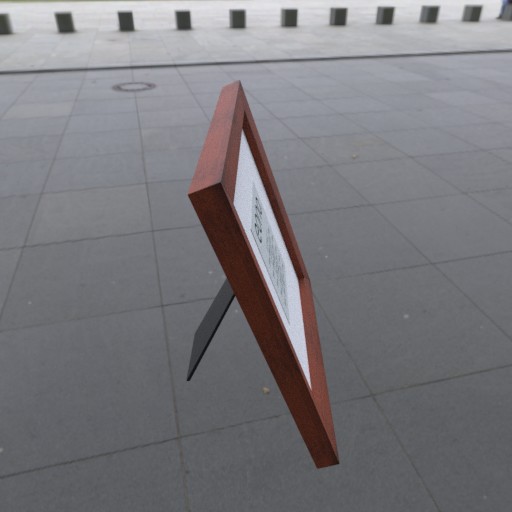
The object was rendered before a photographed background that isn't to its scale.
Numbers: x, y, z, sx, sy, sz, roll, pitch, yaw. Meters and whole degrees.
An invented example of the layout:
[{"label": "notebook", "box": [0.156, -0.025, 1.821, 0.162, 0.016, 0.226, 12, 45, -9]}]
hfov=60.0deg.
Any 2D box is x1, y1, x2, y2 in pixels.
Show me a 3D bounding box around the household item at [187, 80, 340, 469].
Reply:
[{"label": "household item", "box": [0.000, 0.000, 0.382, 0.131, 0.240, 0.240, 0, 33, 0]}]
